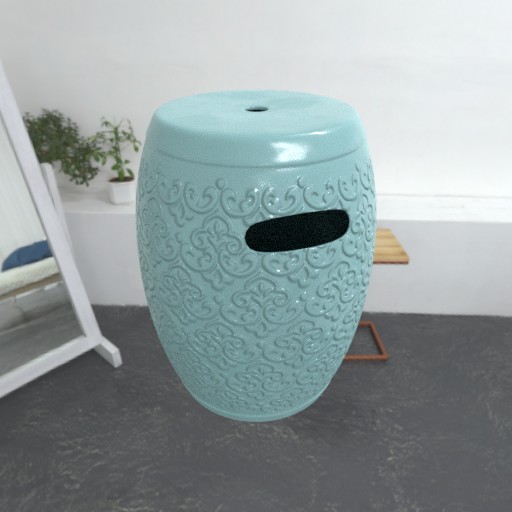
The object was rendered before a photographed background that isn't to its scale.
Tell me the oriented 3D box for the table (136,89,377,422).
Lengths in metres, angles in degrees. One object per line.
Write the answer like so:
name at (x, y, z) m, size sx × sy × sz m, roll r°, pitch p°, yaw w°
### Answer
table at (0.000, 0.000, 0.608) m, size 0.309 × 0.397 × 0.309 m, roll 0°, pitch 31°, yaw 0°
